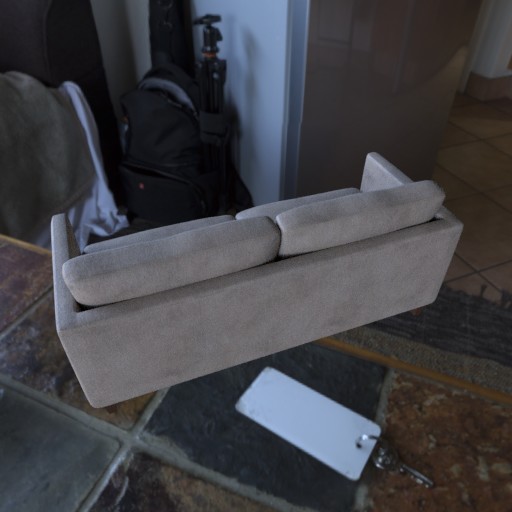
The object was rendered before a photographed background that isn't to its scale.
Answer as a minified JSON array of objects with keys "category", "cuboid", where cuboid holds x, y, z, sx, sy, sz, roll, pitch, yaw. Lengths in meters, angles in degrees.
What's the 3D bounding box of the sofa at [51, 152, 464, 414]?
[{"category":"sofa","cuboid":[0.000,0.000,2.702,2.208,0.965,0.951,-14,43,-16]}]
